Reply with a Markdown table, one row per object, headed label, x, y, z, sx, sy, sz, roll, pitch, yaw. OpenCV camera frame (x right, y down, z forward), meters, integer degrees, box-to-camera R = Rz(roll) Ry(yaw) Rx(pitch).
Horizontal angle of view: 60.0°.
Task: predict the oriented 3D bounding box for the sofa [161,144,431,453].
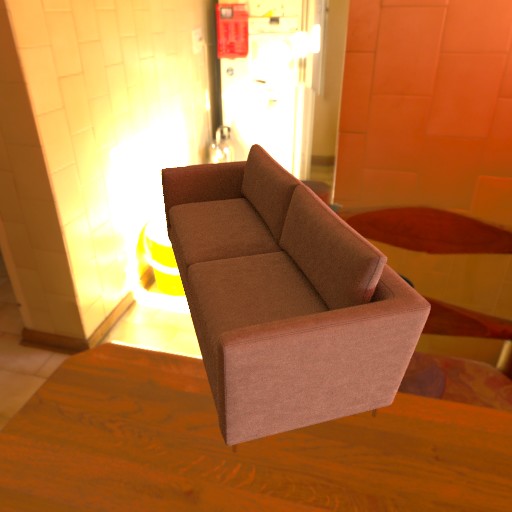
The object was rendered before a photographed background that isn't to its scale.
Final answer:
| label | x | y | z | sx | sy | sz | roll | pitch | yaw |
| --- | --- | --- | --- | --- | --- | --- | --- | --- | --- |
| sofa | 0.000 | 0.000 | 2.666 | 0.889 | 0.864 | 2.121 | -8 | 30 | -14 |
